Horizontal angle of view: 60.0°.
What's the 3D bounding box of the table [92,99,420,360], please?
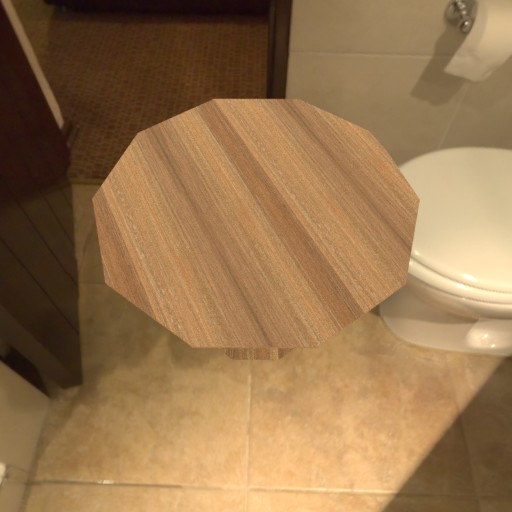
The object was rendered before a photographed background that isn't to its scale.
[{"bbox_3d":[0.000,0.000,1.920,1.186,0.752,1.186,0,57,0],"label":"table"}]
